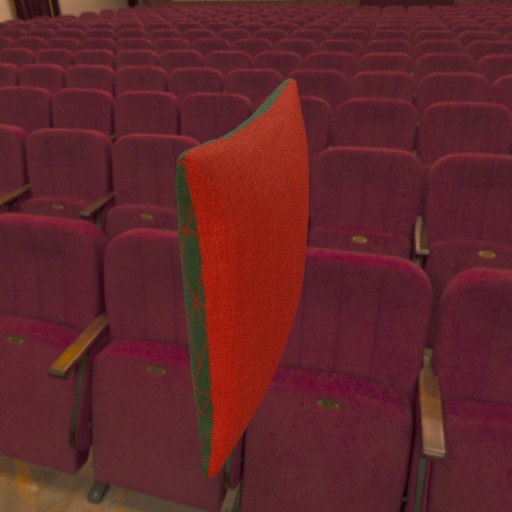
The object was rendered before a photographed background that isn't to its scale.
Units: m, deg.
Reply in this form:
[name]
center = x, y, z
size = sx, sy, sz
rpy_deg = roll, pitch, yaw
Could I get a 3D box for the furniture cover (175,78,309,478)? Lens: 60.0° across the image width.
[furniture cover]
center = 0.000, 0.000, 0.763
size = 0.158, 0.508, 0.517
rpy_deg = 8, 30, 13
